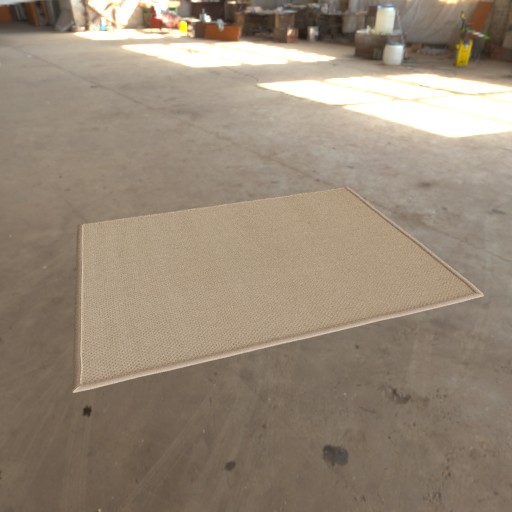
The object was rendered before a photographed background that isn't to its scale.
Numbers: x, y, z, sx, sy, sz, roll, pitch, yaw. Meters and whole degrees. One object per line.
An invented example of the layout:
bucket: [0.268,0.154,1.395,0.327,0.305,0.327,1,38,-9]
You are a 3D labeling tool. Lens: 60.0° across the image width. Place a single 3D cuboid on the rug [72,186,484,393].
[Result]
rug: [0.000,0.000,2.688,2.081,0.020,1.525,-10,33,-15]
